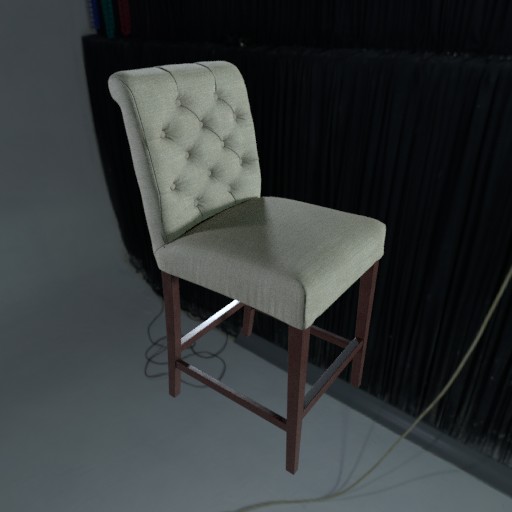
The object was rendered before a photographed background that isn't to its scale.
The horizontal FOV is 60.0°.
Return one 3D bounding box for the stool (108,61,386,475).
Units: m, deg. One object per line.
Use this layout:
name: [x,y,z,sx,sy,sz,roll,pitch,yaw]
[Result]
stool: [0.000,0.000,1.395,0.660,1.084,0.486,19,34,32]
